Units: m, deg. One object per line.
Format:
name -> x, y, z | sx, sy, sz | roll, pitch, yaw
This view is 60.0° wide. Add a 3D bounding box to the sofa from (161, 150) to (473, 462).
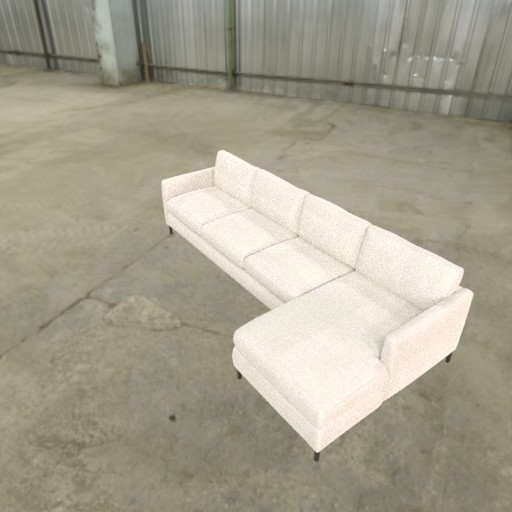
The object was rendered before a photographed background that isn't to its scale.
sofa -> 0.000, 0.000, 2.969 | 1.126, 0.677, 2.445 | -21, 38, -30
